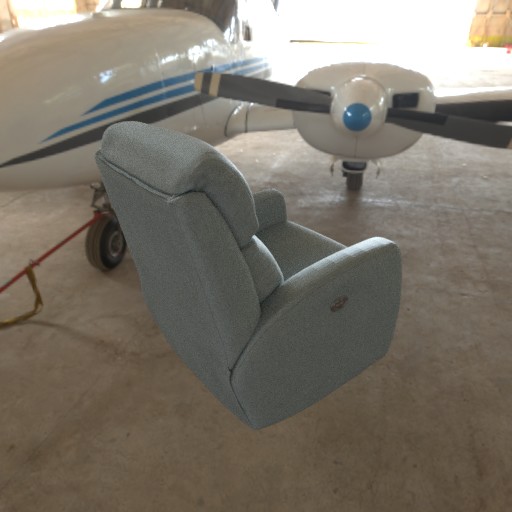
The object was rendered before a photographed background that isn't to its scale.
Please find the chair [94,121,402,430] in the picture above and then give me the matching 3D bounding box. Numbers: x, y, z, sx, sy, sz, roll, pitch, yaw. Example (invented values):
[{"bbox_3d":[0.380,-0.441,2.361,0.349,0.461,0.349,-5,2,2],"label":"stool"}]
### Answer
[{"bbox_3d":[0.000,0.000,1.696,0.940,1.016,0.794,-19,33,-32],"label":"chair"}]
